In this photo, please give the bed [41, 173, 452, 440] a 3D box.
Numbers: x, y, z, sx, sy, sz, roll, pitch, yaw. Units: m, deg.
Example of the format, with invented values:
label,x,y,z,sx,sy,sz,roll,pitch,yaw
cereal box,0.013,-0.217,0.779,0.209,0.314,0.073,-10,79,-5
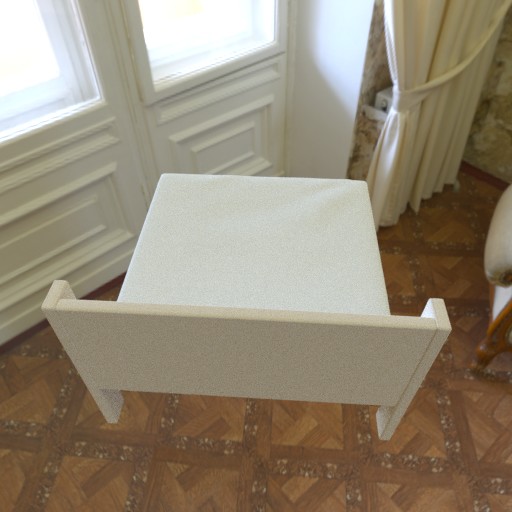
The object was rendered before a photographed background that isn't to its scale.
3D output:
label,x,y,z,sx,sy,sz,roll,pitch,yaw
bed,0.000,0.000,3.596,2.145,1.471,2.293,3,47,2
